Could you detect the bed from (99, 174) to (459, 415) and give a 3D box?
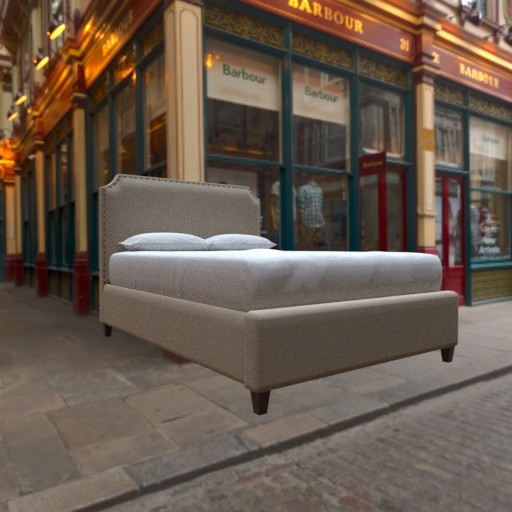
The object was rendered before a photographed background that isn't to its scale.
[{"bbox_3d":[0.000,0.000,3.414,1.703,1.415,2.329,-1,1,-36],"label":"bed"}]
